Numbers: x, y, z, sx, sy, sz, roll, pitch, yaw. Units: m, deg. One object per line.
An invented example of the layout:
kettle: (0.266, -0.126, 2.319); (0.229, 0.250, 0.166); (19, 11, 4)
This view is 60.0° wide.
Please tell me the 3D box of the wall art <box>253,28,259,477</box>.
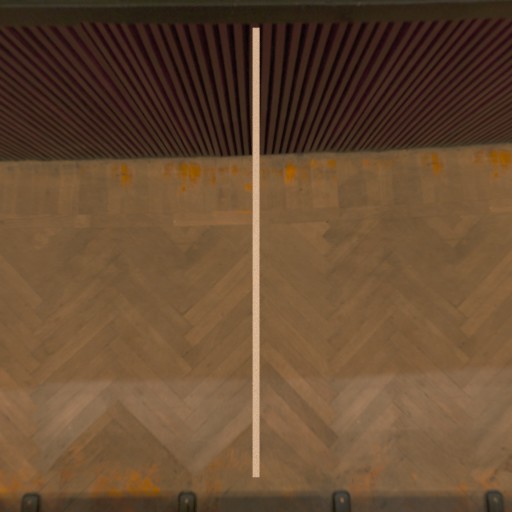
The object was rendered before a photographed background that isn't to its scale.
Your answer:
wall art: (0.000, 0.000, 1.202); (0.012, 0.809, 0.809); (0, 88, 0)
